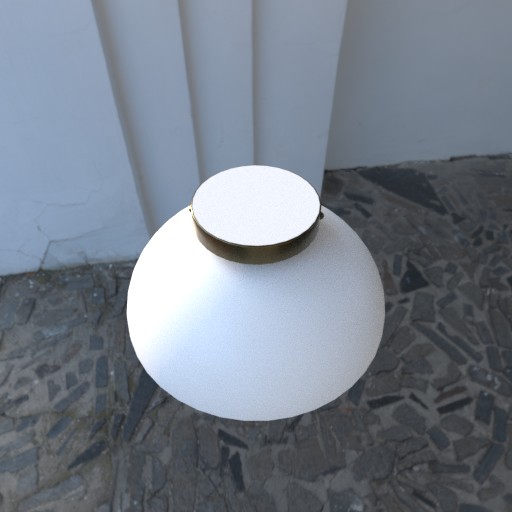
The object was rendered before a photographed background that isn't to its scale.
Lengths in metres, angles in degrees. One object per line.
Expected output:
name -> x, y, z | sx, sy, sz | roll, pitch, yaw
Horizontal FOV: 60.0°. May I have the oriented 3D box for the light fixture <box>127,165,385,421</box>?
light fixture -> 0.000, 0.000, 0.567 | 0.355, 0.177, 0.355 | 0, 45, 0
